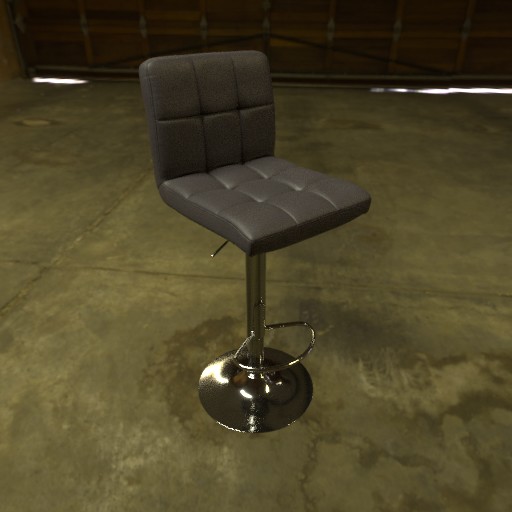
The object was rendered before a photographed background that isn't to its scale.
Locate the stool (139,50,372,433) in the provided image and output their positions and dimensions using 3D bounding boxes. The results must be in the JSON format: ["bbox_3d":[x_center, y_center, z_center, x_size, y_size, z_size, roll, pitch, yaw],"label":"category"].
[{"bbox_3d":[0.000,0.000,1.371,0.430,1.115,0.505,-21,36,-32],"label":"stool"}]
